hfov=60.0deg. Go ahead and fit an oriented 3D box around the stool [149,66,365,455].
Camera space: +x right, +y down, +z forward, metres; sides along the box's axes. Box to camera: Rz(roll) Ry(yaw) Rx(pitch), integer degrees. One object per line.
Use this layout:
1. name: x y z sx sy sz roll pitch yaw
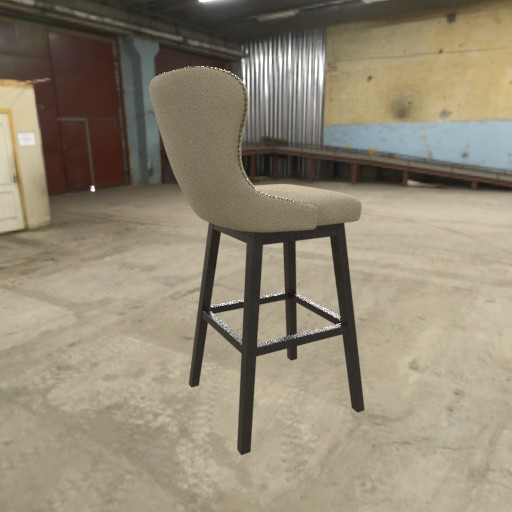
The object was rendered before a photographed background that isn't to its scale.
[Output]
1. stool: 0.000 0.000 1.435 0.605 1.066 0.528 -8 17 -27
